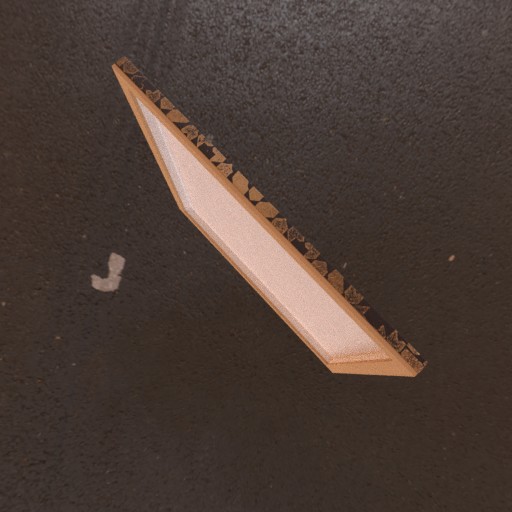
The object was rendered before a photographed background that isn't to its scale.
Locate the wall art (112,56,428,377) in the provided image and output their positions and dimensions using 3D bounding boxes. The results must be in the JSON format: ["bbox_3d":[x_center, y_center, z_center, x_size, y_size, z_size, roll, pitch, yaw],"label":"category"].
[{"bbox_3d":[0.000,0.000,1.352,0.038,0.914,0.914,-42,79,-10],"label":"wall art"}]
